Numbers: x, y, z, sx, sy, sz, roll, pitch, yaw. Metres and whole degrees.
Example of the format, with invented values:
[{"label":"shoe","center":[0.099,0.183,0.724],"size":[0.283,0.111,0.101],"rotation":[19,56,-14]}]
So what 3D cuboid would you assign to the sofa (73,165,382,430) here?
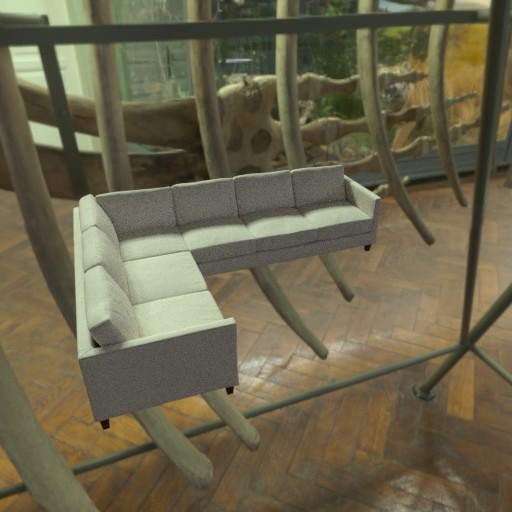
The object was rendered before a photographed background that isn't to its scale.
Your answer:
[{"label":"sofa","center":[0.000,0.000,4.231],"size":[3.182,0.863,2.432],"rotation":[-11,32,-18]}]
